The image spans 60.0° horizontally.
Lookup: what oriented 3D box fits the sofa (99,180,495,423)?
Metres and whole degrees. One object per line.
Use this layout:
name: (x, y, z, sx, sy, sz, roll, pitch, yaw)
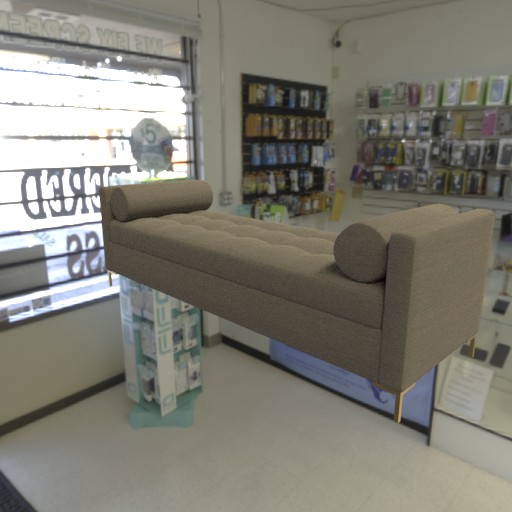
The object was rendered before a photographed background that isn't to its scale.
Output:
sofa: (0.000, 0.000, 2.252, 0.686, 0.635, 1.981, -14, 20, -43)
